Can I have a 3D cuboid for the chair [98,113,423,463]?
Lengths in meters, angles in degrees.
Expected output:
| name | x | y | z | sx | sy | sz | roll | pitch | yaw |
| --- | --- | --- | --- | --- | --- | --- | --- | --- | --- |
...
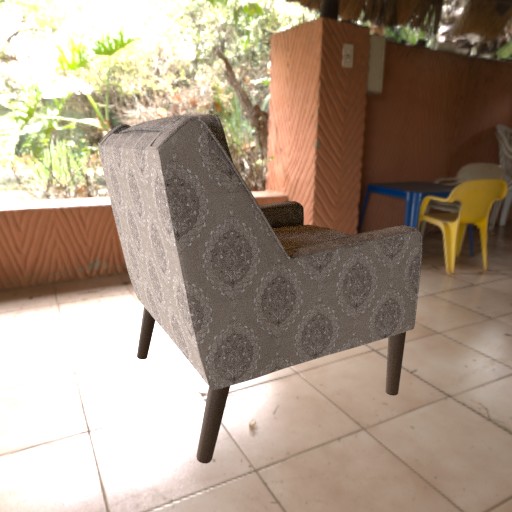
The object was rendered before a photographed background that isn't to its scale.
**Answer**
| name | x | y | z | sx | sy | sz | roll | pitch | yaw |
| --- | --- | --- | --- | --- | --- | --- | --- | --- | --- |
| chair | 0.000 | 0.000 | 1.333 | 0.750 | 0.797 | 0.665 | -8 | 17 | -27 |
